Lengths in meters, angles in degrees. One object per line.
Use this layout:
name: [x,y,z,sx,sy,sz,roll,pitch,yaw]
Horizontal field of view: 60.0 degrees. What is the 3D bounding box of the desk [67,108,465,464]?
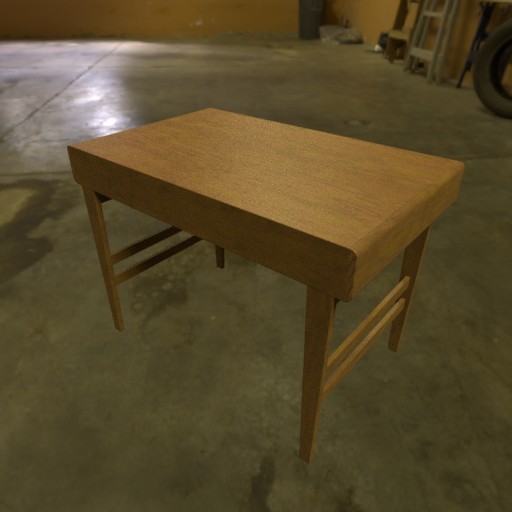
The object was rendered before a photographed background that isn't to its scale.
desk: [0.000,0.000,1.578,1.066,0.754,0.660,23,39,33]
